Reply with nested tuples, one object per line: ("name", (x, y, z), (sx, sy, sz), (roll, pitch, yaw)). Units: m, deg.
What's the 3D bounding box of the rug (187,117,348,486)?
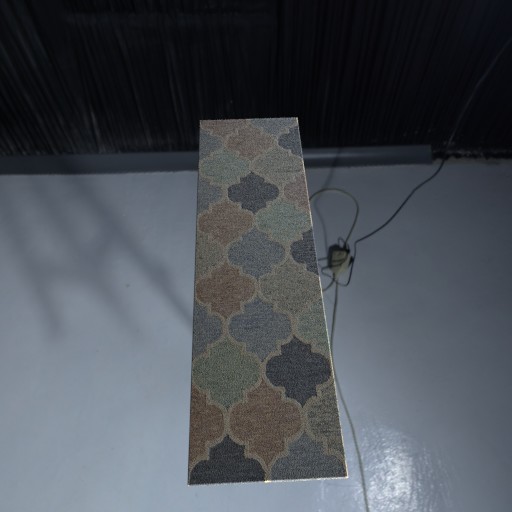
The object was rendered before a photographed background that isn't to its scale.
("rug", (0.000, 0.000, 2.501), (0.687, 0.011, 2.287), (-2, 57, -1))
